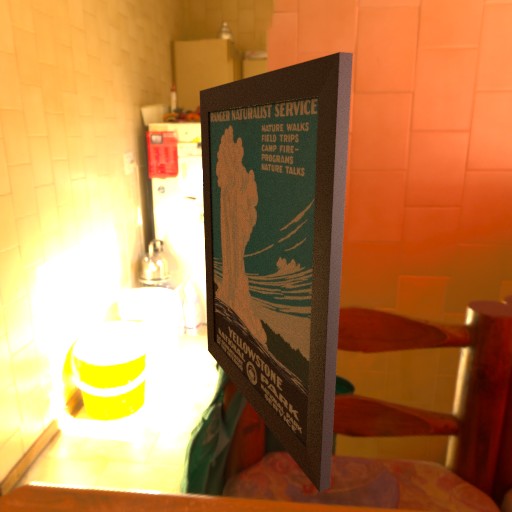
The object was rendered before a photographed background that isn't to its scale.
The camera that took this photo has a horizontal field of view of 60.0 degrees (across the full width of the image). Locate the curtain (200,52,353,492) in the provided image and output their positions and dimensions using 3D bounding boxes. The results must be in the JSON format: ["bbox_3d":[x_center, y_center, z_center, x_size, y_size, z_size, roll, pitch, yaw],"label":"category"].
[{"bbox_3d":[0.000,0.000,0.779,0.027,0.585,0.483,-7,17,-24],"label":"curtain"}]
